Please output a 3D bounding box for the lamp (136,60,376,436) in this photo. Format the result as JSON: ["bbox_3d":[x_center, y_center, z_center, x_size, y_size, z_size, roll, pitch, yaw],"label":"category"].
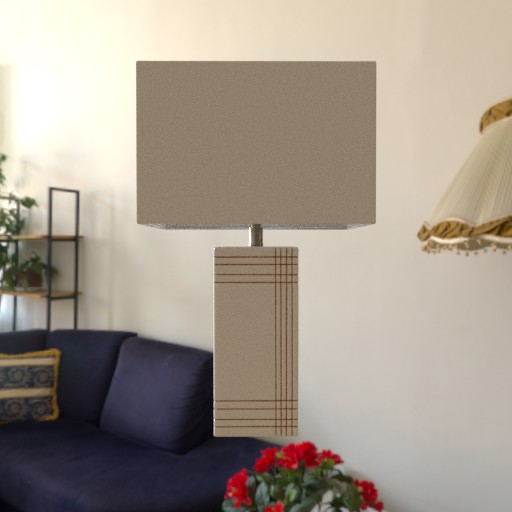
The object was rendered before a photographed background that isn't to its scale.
[{"bbox_3d":[0.000,0.000,0.706,0.334,0.543,0.182,0,1,0],"label":"lamp"}]
